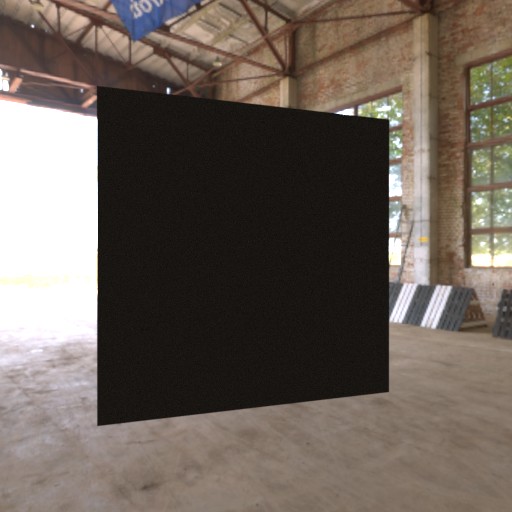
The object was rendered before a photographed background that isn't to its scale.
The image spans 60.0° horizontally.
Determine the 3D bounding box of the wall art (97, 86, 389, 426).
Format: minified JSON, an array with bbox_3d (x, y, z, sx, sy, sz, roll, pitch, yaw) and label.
[{"bbox_3d":[0.000,0.000,0.685,0.462,0.458,0.030,0,0,-19],"label":"wall art"}]
